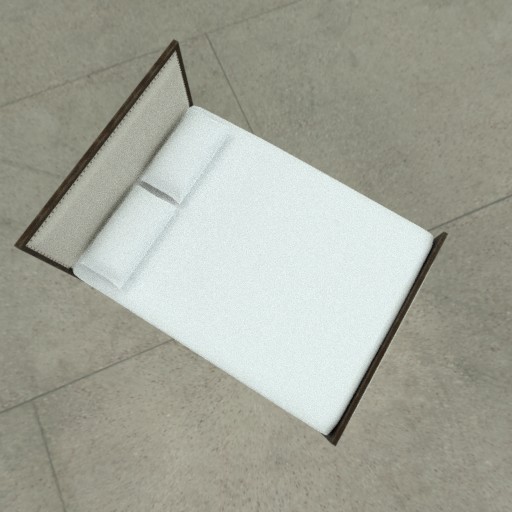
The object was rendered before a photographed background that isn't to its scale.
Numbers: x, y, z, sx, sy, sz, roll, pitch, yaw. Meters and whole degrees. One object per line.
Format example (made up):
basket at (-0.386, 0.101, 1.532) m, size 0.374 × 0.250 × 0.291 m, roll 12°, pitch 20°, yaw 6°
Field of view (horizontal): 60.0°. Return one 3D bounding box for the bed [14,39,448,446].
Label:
bed at (0.000, 0.000, 3.158) m, size 2.221 × 1.313 × 1.607 m, roll 31°, pitch 78°, yaw 7°
